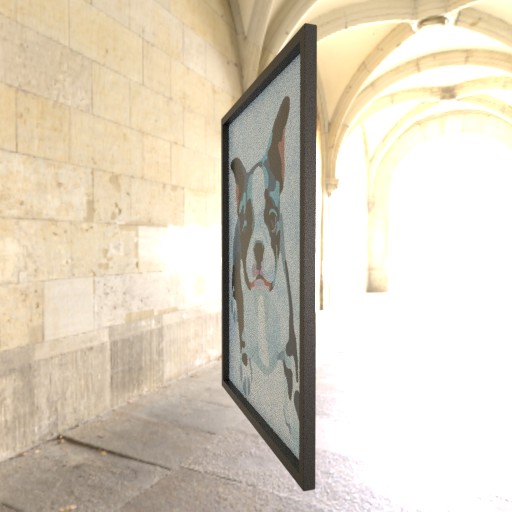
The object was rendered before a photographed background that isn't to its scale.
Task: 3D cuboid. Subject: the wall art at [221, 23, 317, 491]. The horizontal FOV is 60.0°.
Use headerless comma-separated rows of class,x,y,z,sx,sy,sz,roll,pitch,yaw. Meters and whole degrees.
wall art,0.000,0.000,1.344,0.030,1.027,0.774,0,2,-18
